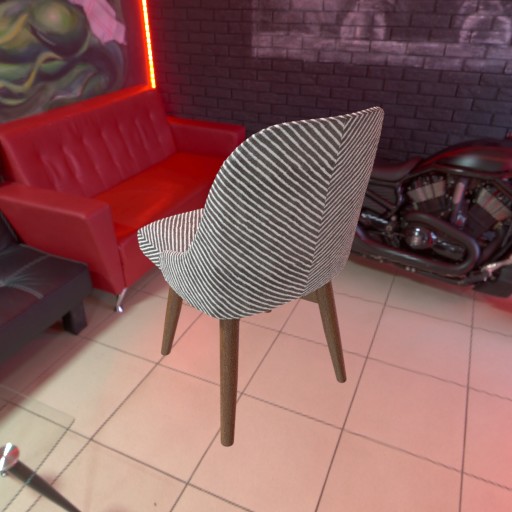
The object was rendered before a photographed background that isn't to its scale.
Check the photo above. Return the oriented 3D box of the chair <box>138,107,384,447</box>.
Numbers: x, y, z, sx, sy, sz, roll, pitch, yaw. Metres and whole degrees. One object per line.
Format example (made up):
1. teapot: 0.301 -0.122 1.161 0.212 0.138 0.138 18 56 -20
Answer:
1. chair: 0.000 0.000 1.234 0.504 0.883 0.591 -19 36 -28
